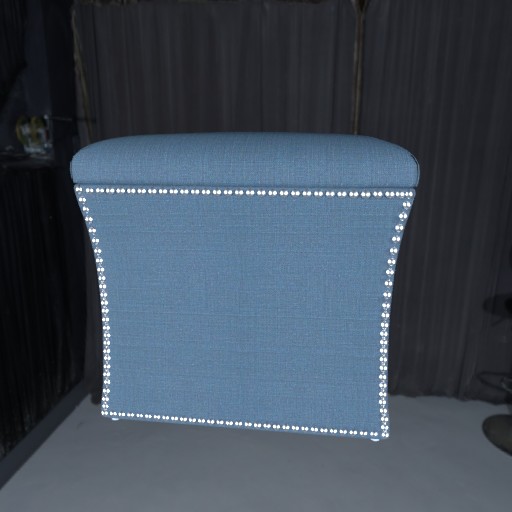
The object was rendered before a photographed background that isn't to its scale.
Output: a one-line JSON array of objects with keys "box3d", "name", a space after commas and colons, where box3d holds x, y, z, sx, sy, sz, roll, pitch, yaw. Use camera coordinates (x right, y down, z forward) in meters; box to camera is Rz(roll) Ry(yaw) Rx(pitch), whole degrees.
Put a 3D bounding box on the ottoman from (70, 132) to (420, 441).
[{"box3d": [0.000, 0.000, 0.882, 0.507, 0.475, 0.497, 2, 15, 7], "name": "ottoman"}]
